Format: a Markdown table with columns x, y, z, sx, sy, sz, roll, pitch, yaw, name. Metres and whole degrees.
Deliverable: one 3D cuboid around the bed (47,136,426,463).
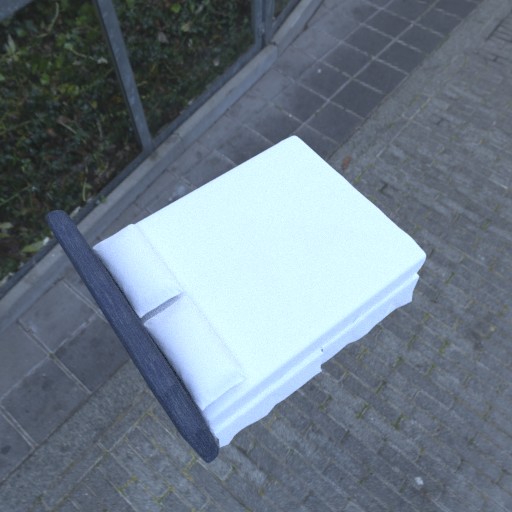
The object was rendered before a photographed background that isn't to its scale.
| x | y | z | sx | sy | sz | roll | pitch | yaw | name |
| --- | --- | --- | --- | --- | --- | --- | --- | --- | --- |
| 0.000 | 0.000 | 3.183 | 2.116 | 1.290 | 1.693 | -33 | 65 | -18 | bed |
